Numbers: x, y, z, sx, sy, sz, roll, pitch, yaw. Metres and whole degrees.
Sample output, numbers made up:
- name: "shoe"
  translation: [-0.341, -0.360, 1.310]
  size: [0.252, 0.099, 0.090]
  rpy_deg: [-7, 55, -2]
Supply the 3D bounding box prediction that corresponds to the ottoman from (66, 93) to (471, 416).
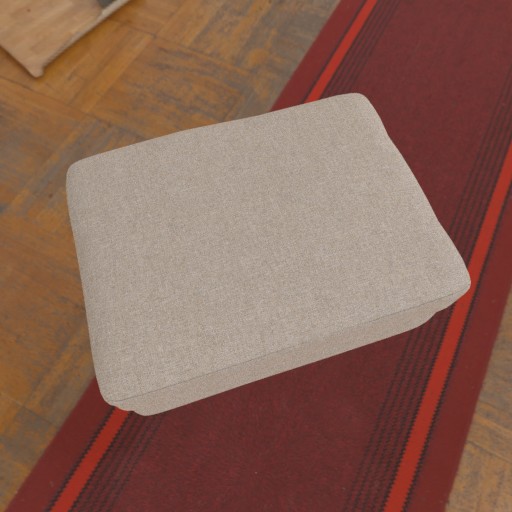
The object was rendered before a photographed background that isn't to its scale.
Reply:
- name: "ottoman"
  translation: [0.000, 0.000, 1.299]
  size: [0.898, 0.519, 0.677]
  rpy_deg: [-16, 65, -8]
